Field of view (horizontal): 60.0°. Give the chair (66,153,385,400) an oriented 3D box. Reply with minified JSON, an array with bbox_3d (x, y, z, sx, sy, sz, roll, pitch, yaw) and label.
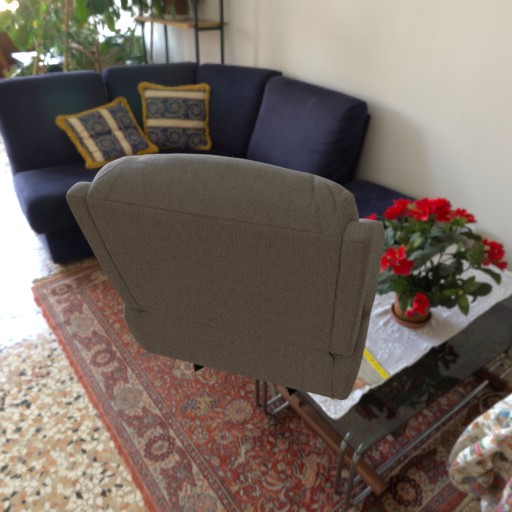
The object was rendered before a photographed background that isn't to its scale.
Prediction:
[{"bbox_3d":[0.000,0.000,1.718,0.930,1.011,0.899,10,34,15],"label":"chair"}]
